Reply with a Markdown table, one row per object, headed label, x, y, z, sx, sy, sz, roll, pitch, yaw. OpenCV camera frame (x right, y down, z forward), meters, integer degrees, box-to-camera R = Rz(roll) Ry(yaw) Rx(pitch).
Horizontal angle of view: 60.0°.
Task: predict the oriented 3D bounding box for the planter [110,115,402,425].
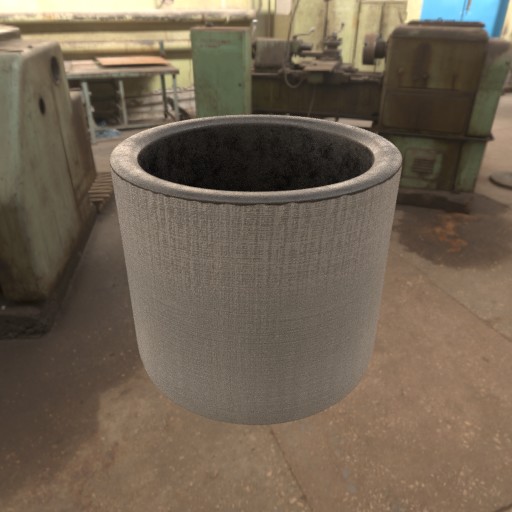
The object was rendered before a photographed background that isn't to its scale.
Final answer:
| label | x | y | z | sx | sy | sz | roll | pitch | yaw |
| --- | --- | --- | --- | --- | --- | --- | --- | --- | --- |
| planter | 0.000 | 0.000 | 0.221 | 0.125 | 0.112 | 0.125 | 0 | 30 | 0 |
